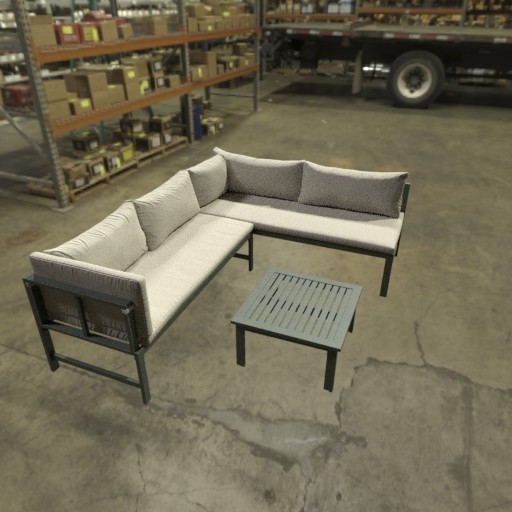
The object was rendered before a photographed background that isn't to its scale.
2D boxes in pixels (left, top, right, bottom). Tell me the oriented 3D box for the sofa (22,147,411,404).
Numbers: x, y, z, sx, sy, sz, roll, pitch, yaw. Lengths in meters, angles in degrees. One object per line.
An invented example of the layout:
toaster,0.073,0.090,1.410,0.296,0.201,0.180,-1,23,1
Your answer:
sofa,0.000,0.000,2.881,1.658,0.758,2.096,12,32,19
